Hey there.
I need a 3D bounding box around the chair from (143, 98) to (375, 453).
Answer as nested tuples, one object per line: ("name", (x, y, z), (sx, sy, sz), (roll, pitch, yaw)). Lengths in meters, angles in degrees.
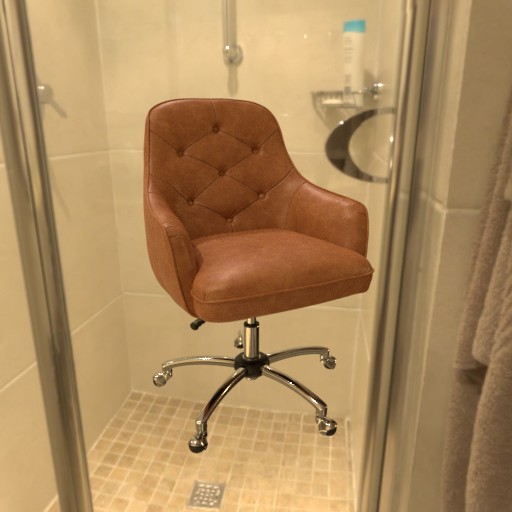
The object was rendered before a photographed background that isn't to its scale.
("chair", (0.000, 0.000, 1.315), (0.628, 0.909, 0.615), (-8, 19, -26))
